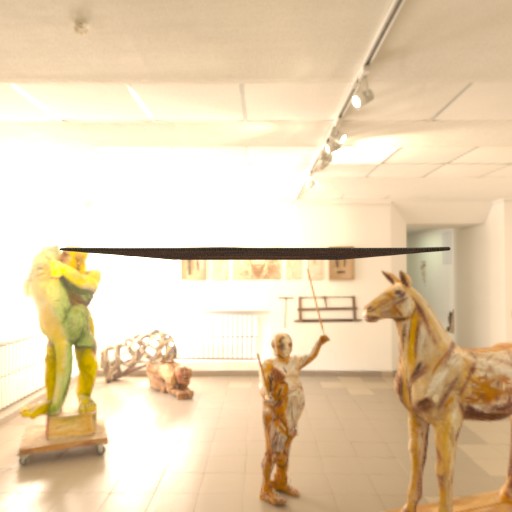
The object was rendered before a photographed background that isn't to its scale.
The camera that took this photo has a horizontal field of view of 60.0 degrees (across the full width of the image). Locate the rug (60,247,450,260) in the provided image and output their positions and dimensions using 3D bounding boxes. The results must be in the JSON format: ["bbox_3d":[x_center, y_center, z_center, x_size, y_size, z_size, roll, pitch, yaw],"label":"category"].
[{"bbox_3d":[0.000,0.000,2.264,1.207,0.012,1.820,0,-1,0],"label":"rug"}]
